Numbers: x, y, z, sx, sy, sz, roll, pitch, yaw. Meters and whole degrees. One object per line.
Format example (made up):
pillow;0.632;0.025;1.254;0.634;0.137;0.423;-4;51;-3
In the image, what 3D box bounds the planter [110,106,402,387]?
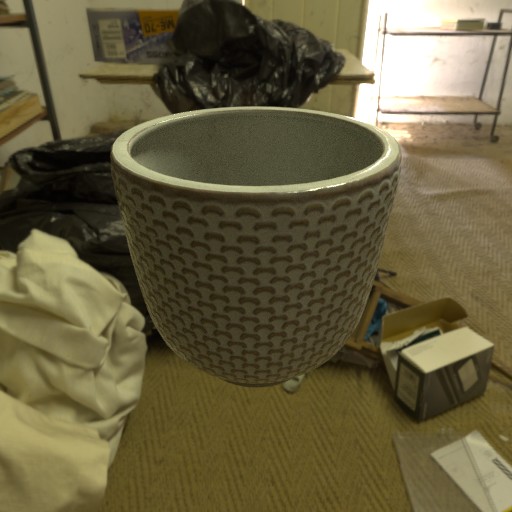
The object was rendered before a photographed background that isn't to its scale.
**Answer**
planter;0.000;0.000;0.354;0.197;0.191;0.197;0;31;0
